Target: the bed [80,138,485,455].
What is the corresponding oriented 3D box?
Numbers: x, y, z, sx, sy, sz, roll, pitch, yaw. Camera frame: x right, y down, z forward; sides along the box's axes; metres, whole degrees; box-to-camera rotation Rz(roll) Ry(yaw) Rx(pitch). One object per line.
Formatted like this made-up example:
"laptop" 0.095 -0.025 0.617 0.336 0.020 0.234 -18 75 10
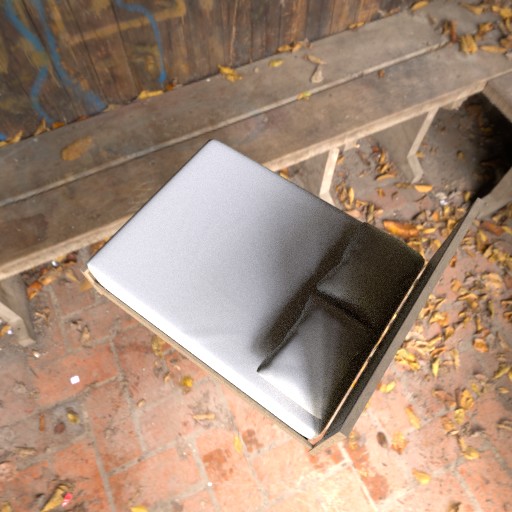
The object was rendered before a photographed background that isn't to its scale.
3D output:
"bed" 0.000 0.000 3.232 2.189 1.369 1.606 33 67 16
